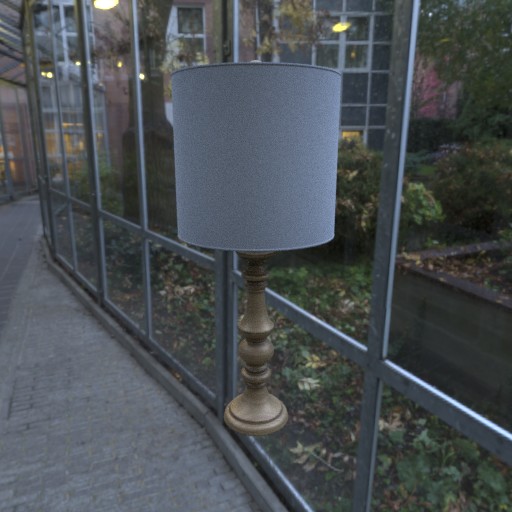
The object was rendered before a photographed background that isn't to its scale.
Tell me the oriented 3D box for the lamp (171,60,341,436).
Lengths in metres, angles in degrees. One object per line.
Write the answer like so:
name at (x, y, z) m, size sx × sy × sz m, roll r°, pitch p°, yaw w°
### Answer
lamp at (0.000, 0.000, 0.729) m, size 0.250 × 0.597 × 0.250 m, roll -2°, pitch 15°, yaw -9°
